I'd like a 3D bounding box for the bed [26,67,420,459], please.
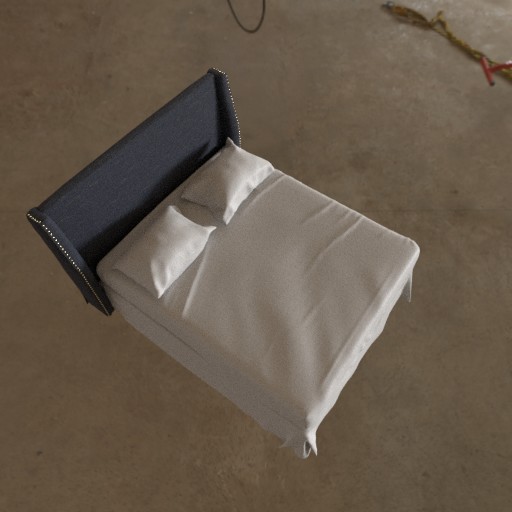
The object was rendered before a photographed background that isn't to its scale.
[{"bbox_3d":[0.000,0.000,3.405,2.276,1.332,1.925,32,63,18],"label":"bed"}]
